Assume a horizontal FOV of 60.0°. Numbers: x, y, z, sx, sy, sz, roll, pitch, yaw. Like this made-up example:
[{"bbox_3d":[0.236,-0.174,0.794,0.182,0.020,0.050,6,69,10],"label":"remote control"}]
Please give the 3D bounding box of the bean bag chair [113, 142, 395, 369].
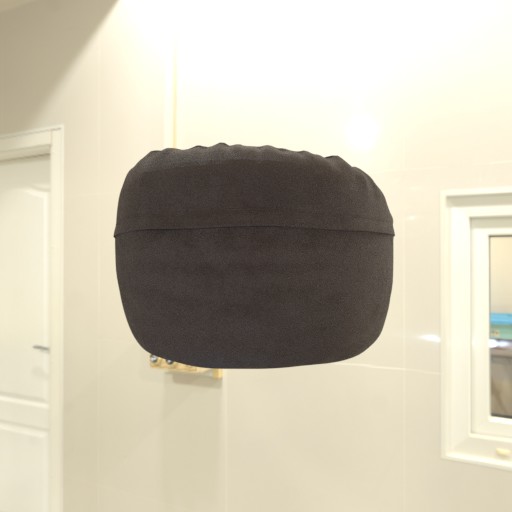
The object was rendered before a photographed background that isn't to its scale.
[{"bbox_3d":[0.000,0.000,2.066,1.245,0.821,1.245,0,0,0],"label":"bean bag chair"}]
